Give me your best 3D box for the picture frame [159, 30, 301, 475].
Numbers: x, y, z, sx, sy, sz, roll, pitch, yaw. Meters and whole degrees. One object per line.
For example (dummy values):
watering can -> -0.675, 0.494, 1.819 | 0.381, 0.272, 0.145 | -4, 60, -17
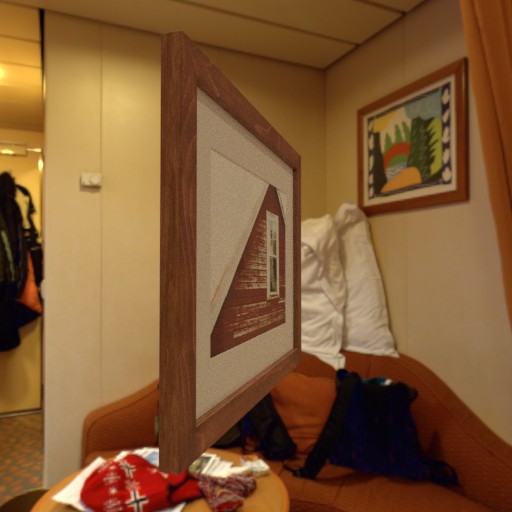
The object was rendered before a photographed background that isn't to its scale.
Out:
picture frame -> 0.000, 0.000, 0.724 | 0.025, 0.457, 0.559 | 0, -1, 18
